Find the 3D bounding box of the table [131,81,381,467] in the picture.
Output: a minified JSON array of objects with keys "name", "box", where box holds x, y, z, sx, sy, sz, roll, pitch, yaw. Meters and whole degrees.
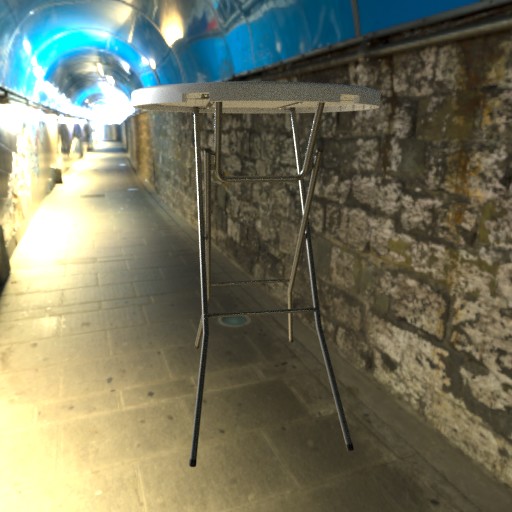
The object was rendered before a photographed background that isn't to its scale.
[{"name":"table","box":[0.000,0.000,1.607,0.792,1.105,0.795,-2,16,-8]}]
